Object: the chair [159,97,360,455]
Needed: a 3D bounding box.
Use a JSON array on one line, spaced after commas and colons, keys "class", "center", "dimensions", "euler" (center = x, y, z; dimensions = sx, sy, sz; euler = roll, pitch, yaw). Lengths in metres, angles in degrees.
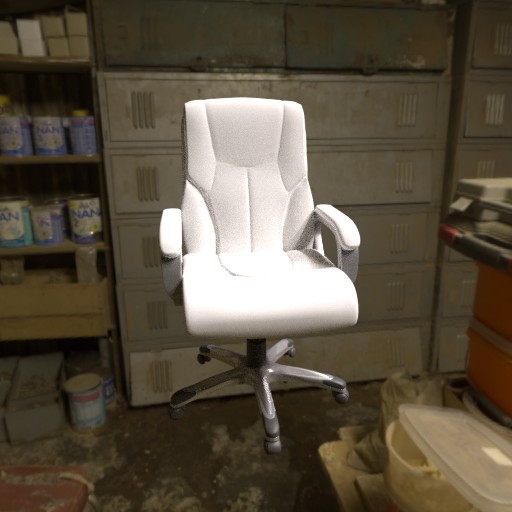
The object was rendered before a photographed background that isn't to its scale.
[{"class": "chair", "center": [0.000, 0.000, 1.599], "dimensions": [0.687, 1.120, 0.738], "euler": [-2, 16, -9]}]
